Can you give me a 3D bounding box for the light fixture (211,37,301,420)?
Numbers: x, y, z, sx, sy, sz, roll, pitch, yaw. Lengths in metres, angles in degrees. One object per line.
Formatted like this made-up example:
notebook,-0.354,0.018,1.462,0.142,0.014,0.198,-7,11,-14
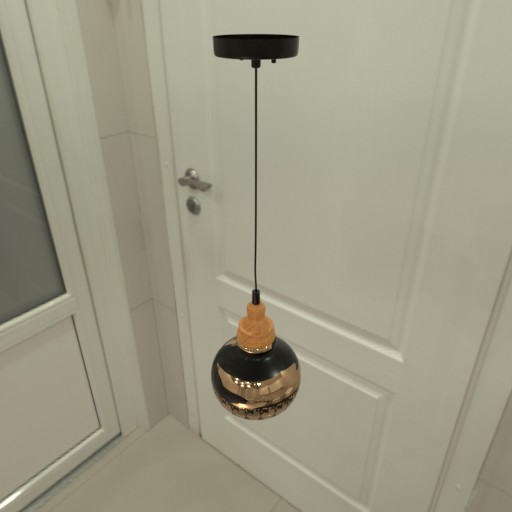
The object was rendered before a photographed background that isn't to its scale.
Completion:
light fixture,0.000,0.000,1.806,0.430,1.606,0.430,22,36,33
